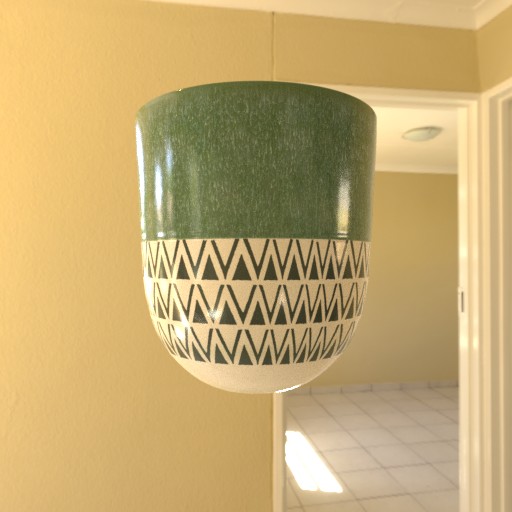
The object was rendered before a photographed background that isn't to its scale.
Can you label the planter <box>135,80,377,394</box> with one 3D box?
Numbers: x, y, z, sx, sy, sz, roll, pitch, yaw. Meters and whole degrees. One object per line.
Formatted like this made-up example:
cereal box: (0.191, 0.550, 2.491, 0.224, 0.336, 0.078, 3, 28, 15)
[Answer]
planter: (0.000, 0.000, 0.368, 0.195, 0.214, 0.195, 0, -1, 0)
